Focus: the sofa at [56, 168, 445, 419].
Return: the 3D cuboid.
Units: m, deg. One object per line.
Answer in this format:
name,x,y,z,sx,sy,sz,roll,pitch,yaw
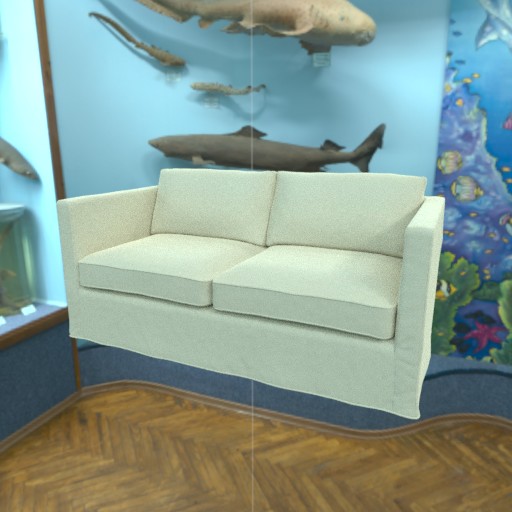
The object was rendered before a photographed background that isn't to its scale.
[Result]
sofa,0.000,0.000,2.275,1.746,0.834,0.962,7,16,24
